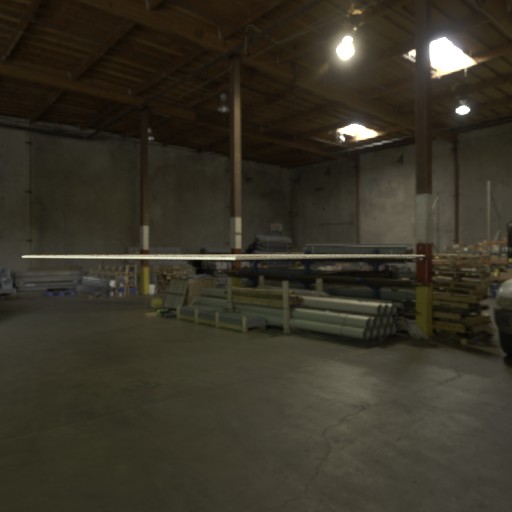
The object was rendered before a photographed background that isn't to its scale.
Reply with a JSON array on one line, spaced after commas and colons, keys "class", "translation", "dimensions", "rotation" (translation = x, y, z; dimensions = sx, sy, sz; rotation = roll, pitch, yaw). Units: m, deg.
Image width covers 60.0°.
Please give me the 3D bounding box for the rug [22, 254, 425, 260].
[{"class": "rug", "translation": [0.000, 0.000, 2.334], "dimensions": [1.219, 0.012, 1.839], "rotation": [0, 0, 36]}]
